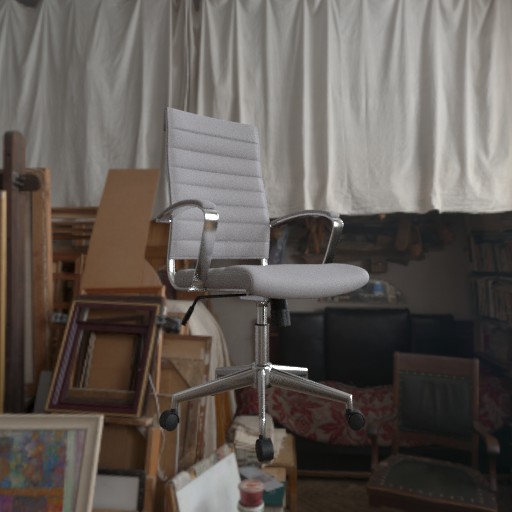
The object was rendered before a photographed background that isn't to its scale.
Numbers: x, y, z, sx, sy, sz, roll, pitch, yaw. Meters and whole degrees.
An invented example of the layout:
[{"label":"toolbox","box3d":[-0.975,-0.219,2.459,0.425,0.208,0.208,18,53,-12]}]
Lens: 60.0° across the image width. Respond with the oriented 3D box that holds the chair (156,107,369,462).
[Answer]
[{"label":"chair","box3d":[0.000,0.000,1.598,0.679,1.149,0.667,0,0,-36]}]
